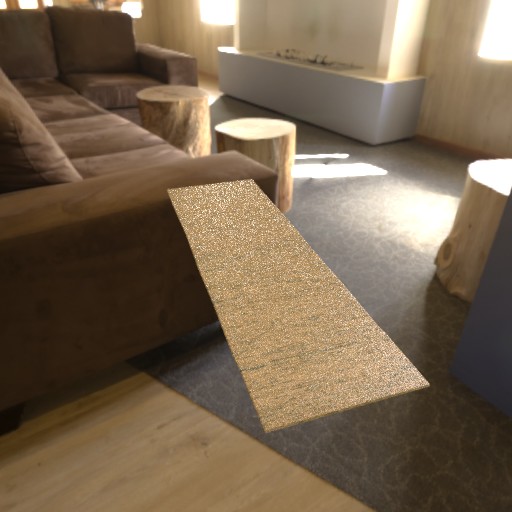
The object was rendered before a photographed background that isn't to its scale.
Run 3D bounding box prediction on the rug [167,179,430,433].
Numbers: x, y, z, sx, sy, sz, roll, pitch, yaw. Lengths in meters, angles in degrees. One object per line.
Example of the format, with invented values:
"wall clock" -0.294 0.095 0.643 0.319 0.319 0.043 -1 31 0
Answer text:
"rug" 0.000 0.000 2.579 0.700 0.014 2.290 -10 33 -16
